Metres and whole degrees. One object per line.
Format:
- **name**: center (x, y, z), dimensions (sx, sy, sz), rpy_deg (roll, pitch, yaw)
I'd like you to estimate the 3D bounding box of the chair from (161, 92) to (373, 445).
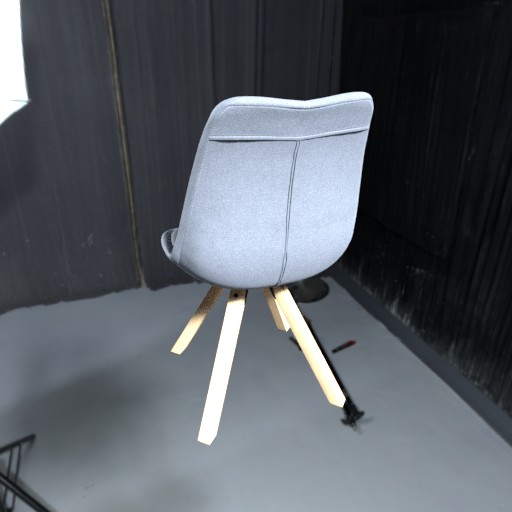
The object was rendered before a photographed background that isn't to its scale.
- **chair**: center (0.000, 0.000, 1.180), dimensions (0.474, 0.863, 0.549), rpy_deg (-9, 27, -17)
